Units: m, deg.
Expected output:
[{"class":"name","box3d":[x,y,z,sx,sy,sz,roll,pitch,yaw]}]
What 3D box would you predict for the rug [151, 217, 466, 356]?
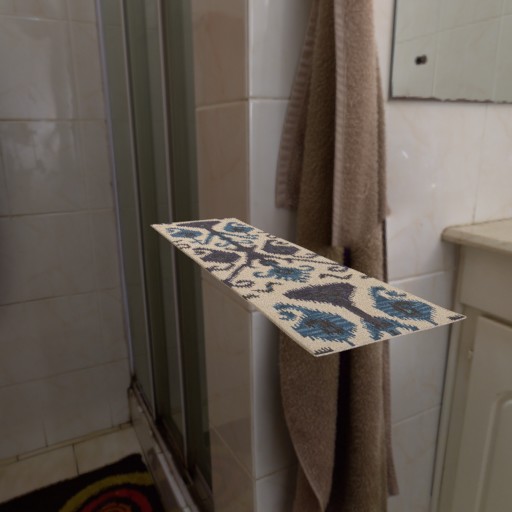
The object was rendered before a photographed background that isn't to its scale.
[{"class":"rug","box3d":[0.000,0.000,2.551,0.692,0.017,2.301,-7,17,-25]}]
